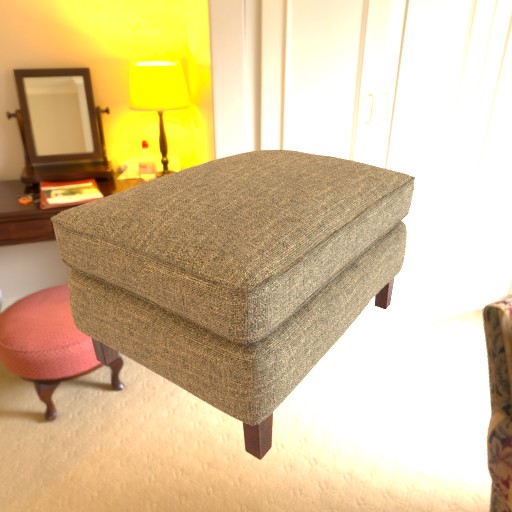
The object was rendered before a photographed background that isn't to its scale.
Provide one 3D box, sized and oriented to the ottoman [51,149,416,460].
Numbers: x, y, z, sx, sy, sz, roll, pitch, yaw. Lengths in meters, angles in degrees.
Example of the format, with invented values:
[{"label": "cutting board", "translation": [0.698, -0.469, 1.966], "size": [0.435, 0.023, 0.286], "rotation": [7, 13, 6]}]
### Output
[{"label": "ottoman", "translation": [0.000, 0.000, 0.993], "size": [0.508, 0.406, 0.686], "rotation": [18, 31, 32]}]
